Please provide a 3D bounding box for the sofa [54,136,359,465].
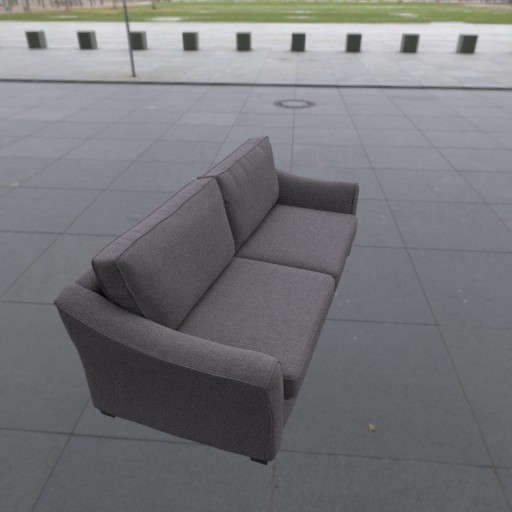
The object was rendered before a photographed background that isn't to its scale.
[{"bbox_3d":[0.000,0.000,2.715,1.013,0.976,2.203,10,32,17],"label":"sofa"}]
